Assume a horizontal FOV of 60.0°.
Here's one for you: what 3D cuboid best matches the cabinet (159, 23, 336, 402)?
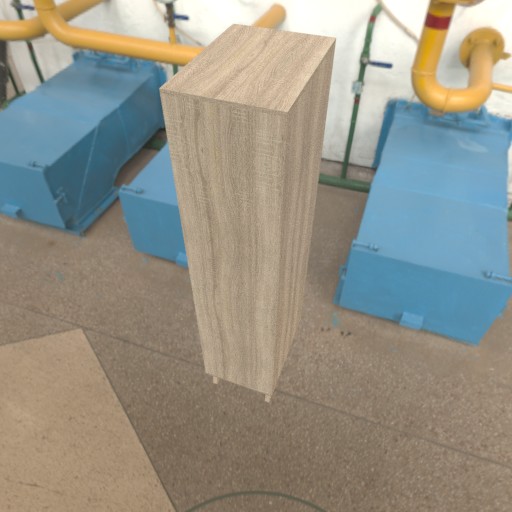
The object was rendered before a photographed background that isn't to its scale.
[{"bbox_3d":[0.000,0.000,2.119,0.400,1.850,0.570,15,48,14],"label":"cabinet"}]
